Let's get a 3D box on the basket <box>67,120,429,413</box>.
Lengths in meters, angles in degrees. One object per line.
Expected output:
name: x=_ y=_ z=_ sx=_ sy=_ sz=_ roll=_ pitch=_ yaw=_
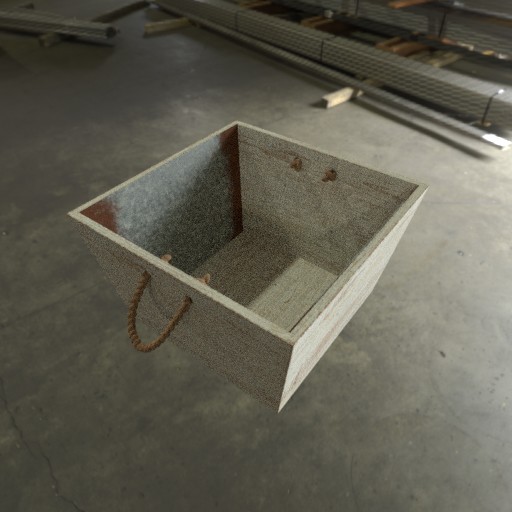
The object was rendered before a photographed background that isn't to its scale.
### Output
basket: x=0.000 y=0.000 z=0.787 sx=0.413 sy=0.247 sz=0.545 roll=26 pitch=48 yaw=27
